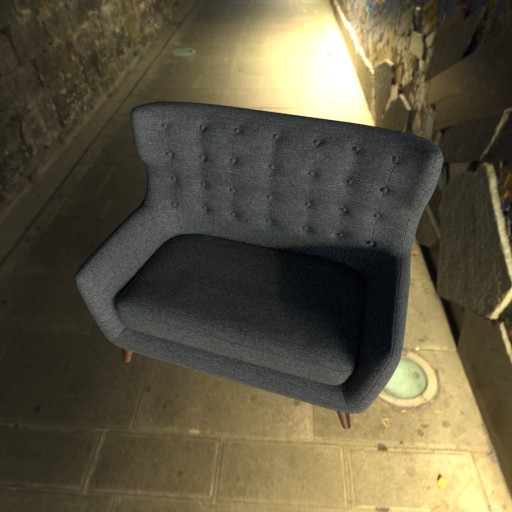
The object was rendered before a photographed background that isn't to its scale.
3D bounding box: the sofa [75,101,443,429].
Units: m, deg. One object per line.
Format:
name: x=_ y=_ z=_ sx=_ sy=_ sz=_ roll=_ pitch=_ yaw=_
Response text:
sofa: x=0.000 y=0.000 z=1.993 sx=1.358 sy=1.028 sz=0.874 roll=12 pitch=42 yaw=14
